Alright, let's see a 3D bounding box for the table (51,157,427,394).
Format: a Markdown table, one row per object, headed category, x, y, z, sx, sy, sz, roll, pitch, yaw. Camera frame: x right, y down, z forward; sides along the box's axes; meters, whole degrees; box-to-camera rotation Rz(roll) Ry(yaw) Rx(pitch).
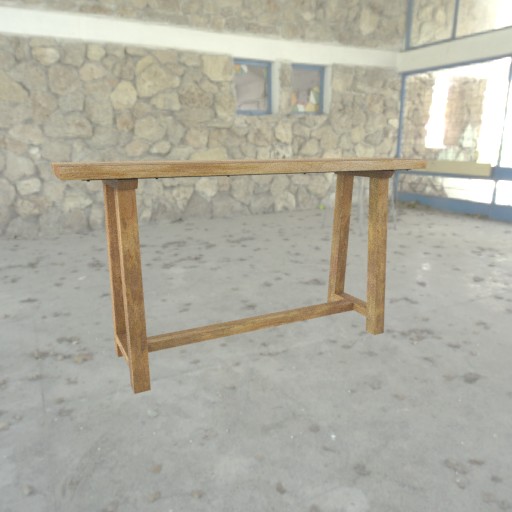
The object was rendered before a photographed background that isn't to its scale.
| category | x | y | z | sx | sy | sz | roll | pitch | yaw |
| --- | --- | --- | --- | --- | --- | --- | --- | --- | --- |
| table | 0.000 | 0.000 | 1.928 | 1.524 | 0.810 | 0.405 | -7 | 16 | -26 |
